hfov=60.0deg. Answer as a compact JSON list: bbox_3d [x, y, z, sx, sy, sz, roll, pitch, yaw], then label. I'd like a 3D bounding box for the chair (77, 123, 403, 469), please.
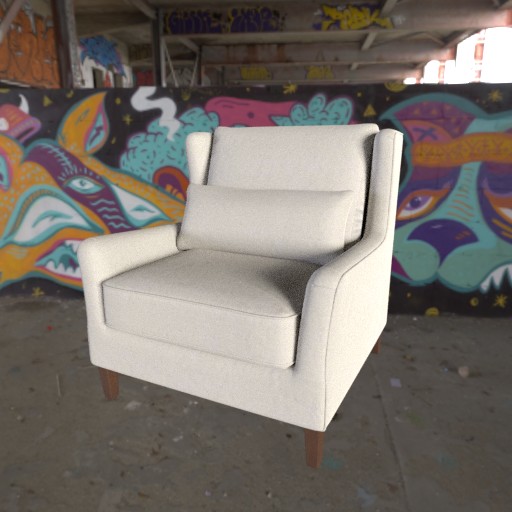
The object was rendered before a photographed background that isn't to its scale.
[{"bbox_3d":[0.000,0.000,1.816,0.982,1.056,1.040,7,15,26],"label":"chair"}]
